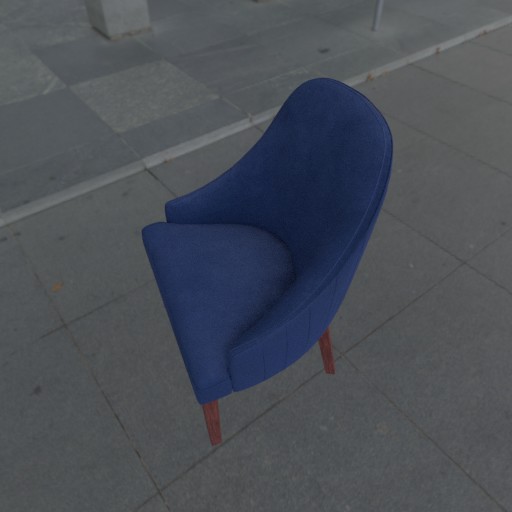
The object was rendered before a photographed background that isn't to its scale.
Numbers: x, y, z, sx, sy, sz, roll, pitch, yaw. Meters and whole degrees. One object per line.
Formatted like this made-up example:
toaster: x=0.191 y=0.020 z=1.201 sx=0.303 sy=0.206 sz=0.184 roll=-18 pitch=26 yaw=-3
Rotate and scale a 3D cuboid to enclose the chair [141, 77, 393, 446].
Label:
chair: x=0.000 y=0.000 z=1.300 sx=0.575 sy=0.889 sz=0.643 roll=-17 pitch=49 yaw=-15
